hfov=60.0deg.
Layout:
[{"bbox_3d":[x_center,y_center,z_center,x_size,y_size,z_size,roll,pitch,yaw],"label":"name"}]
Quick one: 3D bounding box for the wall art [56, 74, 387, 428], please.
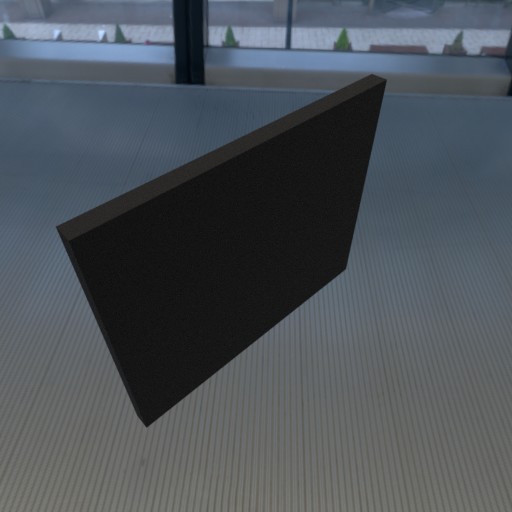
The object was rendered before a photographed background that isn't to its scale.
[{"bbox_3d":[0.000,0.000,0.762,0.558,0.457,0.031,-34,54,-29],"label":"wall art"}]
